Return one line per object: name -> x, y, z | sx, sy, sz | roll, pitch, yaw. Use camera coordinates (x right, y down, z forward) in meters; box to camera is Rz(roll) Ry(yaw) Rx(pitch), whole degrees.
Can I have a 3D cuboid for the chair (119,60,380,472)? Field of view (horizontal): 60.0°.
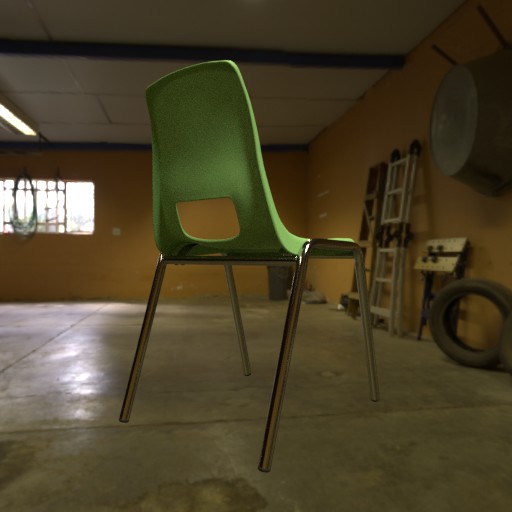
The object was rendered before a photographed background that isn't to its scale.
chair -> 0.000, 0.000, 0.936 | 0.381, 0.653, 0.436 | 0, 0, 36
